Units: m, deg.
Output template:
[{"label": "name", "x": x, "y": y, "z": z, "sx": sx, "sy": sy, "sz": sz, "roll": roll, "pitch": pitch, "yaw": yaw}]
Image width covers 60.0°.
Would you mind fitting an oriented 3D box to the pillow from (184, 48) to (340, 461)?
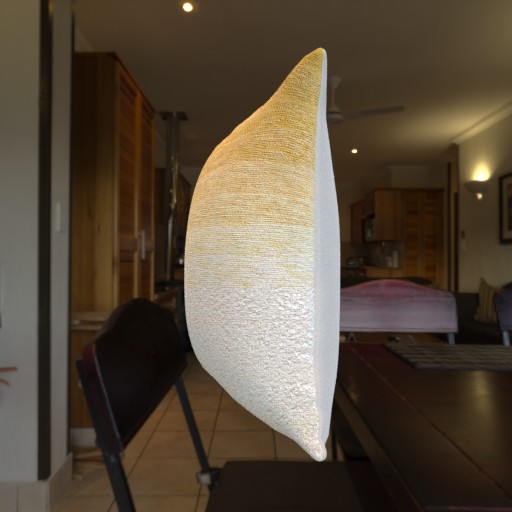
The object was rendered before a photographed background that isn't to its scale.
[{"label": "pillow", "x": 0.000, "y": 0.000, "z": 0.683, "sx": 0.211, "sy": 0.450, "sz": 0.450, "roll": 0, "pitch": -1, "yaw": -19}]
